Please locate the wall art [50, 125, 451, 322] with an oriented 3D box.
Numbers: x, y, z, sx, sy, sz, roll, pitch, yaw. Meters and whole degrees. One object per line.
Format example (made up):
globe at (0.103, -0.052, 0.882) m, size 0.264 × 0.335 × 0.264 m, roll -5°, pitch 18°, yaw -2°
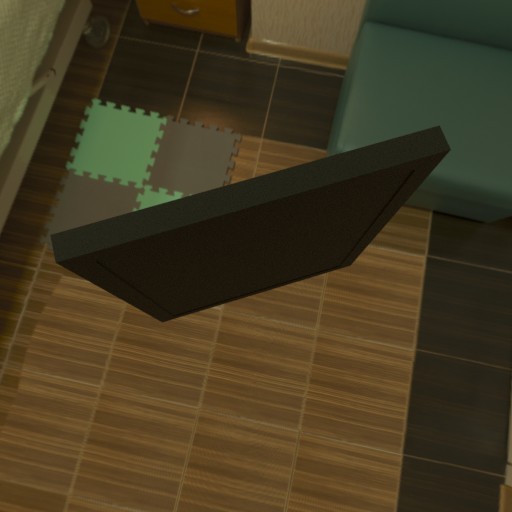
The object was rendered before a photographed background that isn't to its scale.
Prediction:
wall art at (0.000, 0.000, 0.764) m, size 0.457 × 0.559 × 0.033 m, roll -16°, pitch 76°, yaw -4°
